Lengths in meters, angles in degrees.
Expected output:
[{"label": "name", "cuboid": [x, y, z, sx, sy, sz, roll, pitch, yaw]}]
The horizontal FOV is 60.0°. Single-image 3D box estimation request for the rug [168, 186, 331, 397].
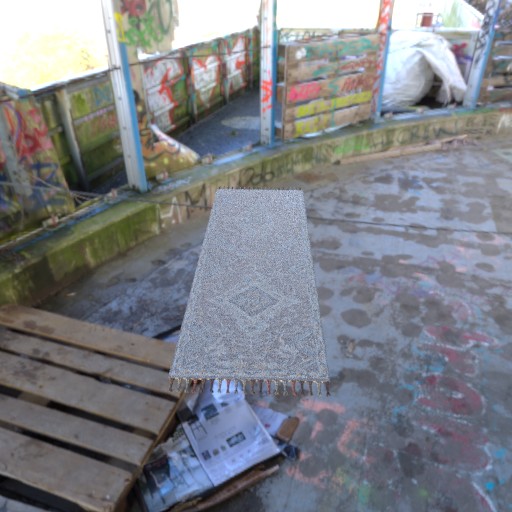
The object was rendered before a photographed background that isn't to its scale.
[{"label": "rug", "cuboid": [0.000, 0.000, 2.912, 1.324, 0.018, 2.378, 10, 33, 15]}]
